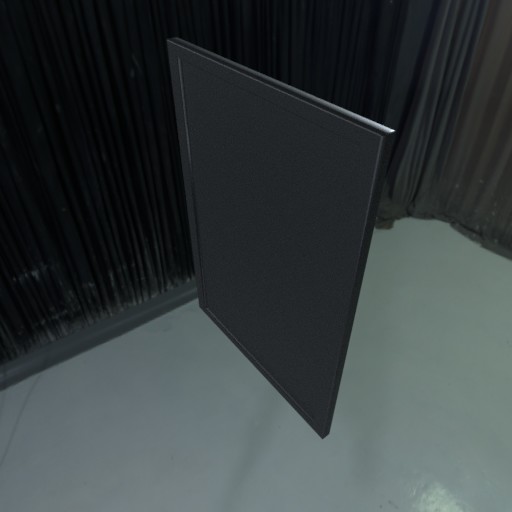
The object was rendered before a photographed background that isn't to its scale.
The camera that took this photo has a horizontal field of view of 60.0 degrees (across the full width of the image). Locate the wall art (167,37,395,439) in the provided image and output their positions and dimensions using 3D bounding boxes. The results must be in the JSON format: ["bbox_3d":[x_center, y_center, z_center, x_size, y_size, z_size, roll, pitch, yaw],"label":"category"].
[{"bbox_3d":[0.000,0.000,0.541,0.013,0.431,0.303,-27,48,-28],"label":"wall art"}]
